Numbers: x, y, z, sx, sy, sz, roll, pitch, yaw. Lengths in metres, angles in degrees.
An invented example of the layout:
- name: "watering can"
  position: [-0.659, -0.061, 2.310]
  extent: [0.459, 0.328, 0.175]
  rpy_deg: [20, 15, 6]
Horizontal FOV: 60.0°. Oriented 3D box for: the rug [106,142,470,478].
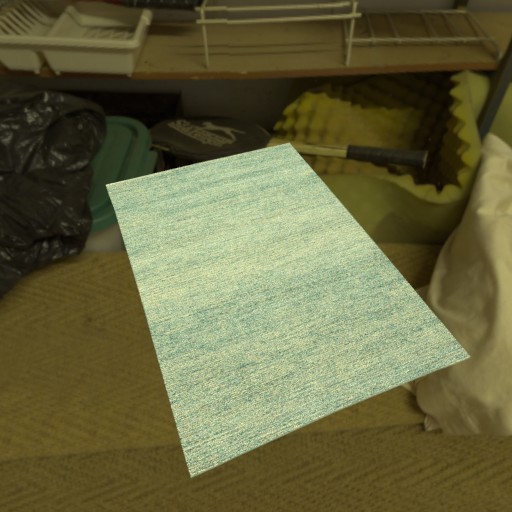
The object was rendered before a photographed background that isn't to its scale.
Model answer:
- name: "rug"
  position: [0.000, 0.000, 5.165]
  extent: [2.802, 0.052, 4.078]
  rpy_deg: [-17, 49, -15]
